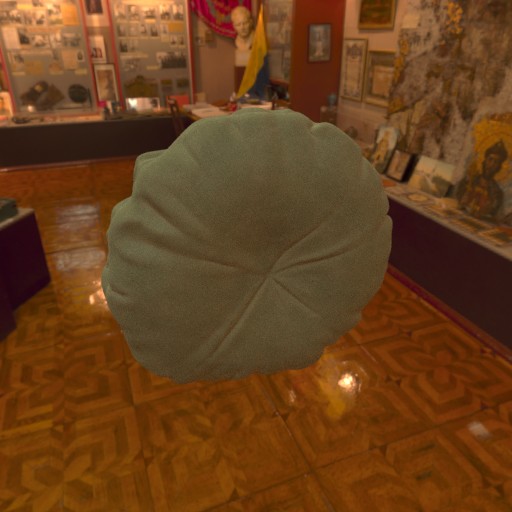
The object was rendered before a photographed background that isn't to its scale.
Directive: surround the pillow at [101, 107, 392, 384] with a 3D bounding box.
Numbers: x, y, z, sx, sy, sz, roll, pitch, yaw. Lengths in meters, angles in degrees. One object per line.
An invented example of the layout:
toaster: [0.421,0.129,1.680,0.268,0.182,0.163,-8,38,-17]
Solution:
pillow: [0.000,0.000,0.636,0.428,0.407,0.148,-9,28,-17]
